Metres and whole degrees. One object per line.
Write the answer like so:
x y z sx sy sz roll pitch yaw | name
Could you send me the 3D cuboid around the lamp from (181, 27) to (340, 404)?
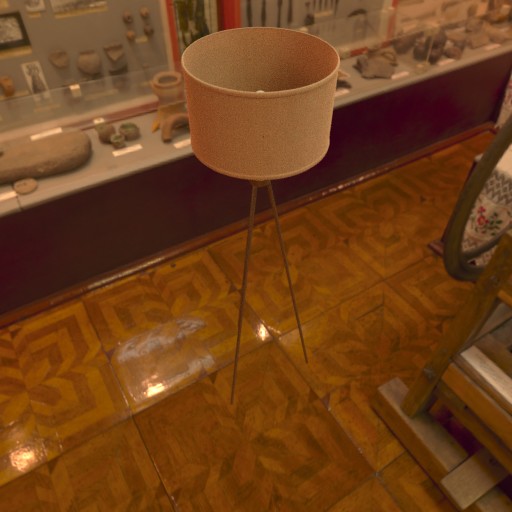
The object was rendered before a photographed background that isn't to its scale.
0.000 0.000 1.718 0.449 1.545 0.460 -23 50 -20 | lamp
